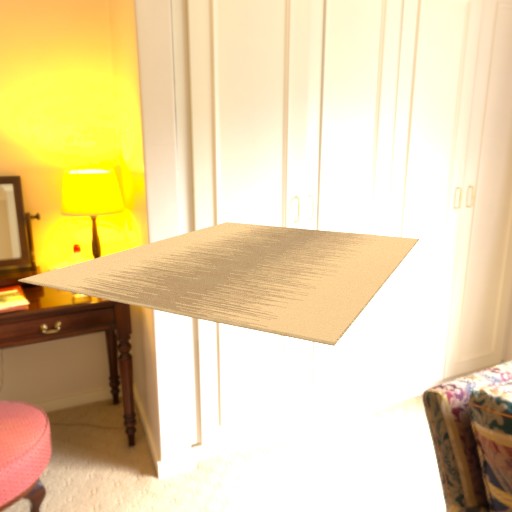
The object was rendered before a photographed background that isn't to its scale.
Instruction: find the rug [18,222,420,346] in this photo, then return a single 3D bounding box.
[{"bbox_3d":[0.000,0.000,4.067,2.453,0.010,3.037,7,15,27],"label":"rug"}]
